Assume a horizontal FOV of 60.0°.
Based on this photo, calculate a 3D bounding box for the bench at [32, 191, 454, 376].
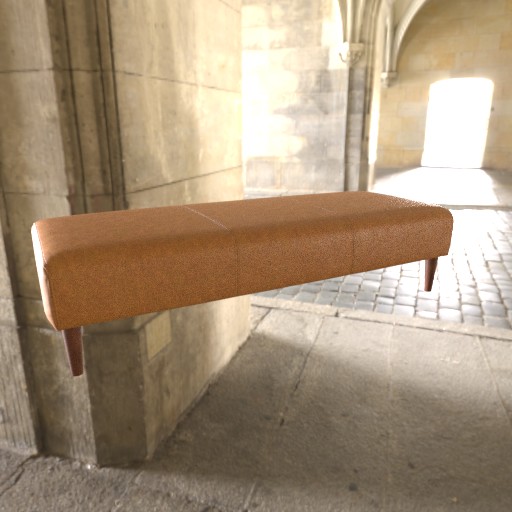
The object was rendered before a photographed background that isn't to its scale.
[{"bbox_3d":[0.000,0.000,1.824,1.610,0.399,0.653,-9,19,-27],"label":"bench"}]
